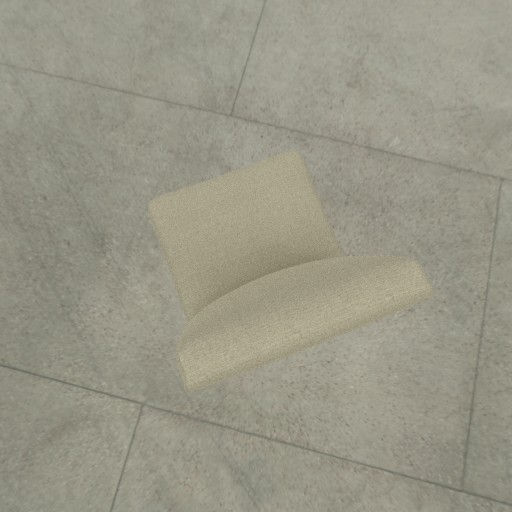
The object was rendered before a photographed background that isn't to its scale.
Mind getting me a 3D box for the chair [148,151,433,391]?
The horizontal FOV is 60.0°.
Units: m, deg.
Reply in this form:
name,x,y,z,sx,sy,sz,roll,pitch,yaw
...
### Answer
name,x,y,z,sx,sy,sz,roll,pitch,yaw
chair,0.000,0.000,1.266,0.507,0.911,0.586,-20,77,-5
